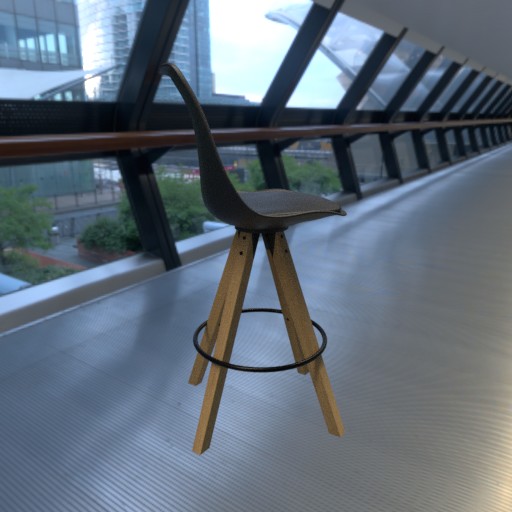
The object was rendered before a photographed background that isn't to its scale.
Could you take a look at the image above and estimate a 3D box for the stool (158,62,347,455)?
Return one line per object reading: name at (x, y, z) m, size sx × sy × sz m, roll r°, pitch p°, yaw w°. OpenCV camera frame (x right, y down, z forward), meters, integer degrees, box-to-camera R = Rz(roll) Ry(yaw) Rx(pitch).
stool at (0.000, 0.000, 1.426) m, size 0.550 × 1.115 × 0.485 m, roll -3°, pitch 16°, yaw -10°
